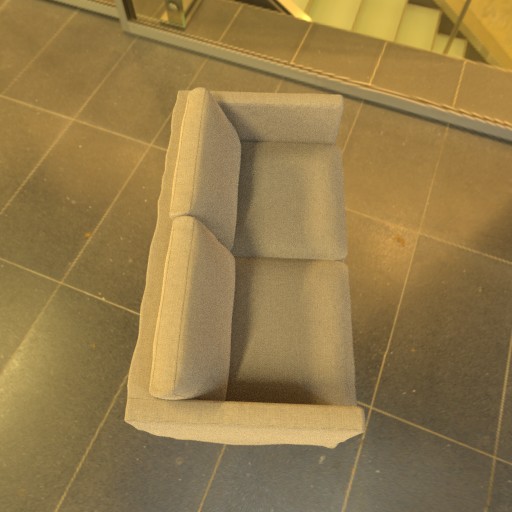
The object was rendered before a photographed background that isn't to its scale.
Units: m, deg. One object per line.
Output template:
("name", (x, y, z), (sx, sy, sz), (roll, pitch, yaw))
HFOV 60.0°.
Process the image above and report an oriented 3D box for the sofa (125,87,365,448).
("sofa", (0.000, 0.000, 2.305), (0.956, 0.828, 1.766), (2, 63, 1))
